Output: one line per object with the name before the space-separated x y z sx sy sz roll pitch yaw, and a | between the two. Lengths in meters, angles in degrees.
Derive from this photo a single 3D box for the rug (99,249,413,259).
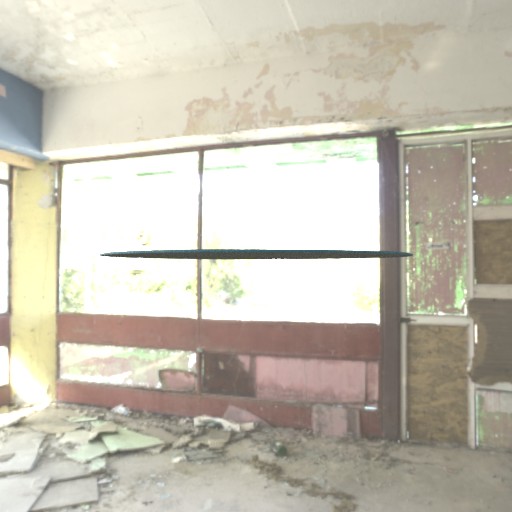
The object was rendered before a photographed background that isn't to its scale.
rug | 0.000 0.000 2.383 1.593 0.012 1.593 0 -1 0
